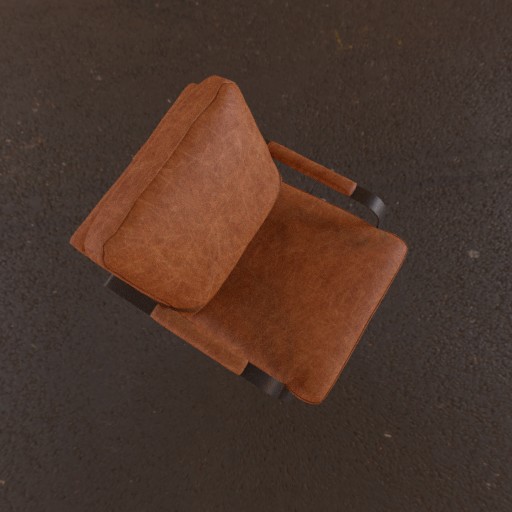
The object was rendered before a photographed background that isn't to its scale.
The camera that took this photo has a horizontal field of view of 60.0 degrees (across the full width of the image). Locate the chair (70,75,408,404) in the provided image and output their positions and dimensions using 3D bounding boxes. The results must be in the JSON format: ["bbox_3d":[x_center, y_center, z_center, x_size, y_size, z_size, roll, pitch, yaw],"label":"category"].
[{"bbox_3d":[0.000,0.000,1.367,0.801,0.777,0.651,31,78,8],"label":"chair"}]
